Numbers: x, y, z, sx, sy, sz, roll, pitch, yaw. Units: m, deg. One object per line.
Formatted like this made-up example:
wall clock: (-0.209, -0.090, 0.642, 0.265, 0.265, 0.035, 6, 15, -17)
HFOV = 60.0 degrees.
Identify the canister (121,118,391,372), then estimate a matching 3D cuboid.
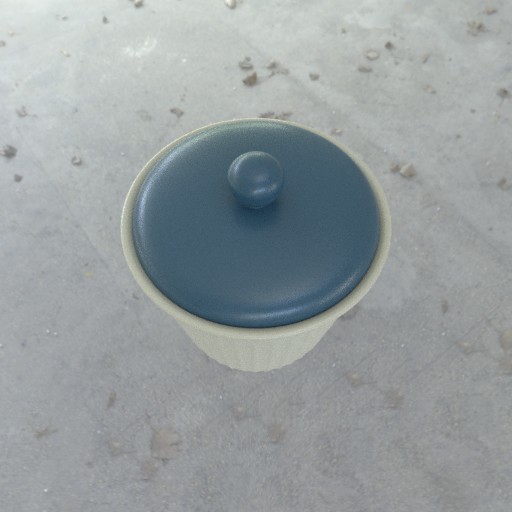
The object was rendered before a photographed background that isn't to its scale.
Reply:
canister: (0.000, 0.000, 0.349, 0.181, 0.211, 0.181, 0, 59, 0)
